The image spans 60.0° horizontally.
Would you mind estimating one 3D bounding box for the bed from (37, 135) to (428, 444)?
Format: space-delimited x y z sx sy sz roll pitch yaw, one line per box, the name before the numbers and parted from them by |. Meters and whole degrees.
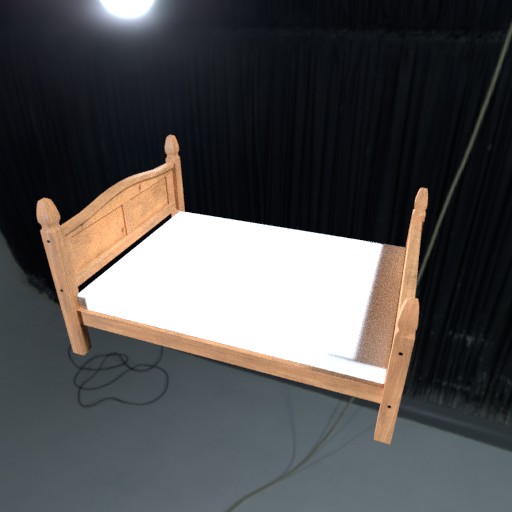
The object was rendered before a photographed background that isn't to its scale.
bed | 0.000 0.000 2.992 2.069 1.100 1.490 10 32 17
